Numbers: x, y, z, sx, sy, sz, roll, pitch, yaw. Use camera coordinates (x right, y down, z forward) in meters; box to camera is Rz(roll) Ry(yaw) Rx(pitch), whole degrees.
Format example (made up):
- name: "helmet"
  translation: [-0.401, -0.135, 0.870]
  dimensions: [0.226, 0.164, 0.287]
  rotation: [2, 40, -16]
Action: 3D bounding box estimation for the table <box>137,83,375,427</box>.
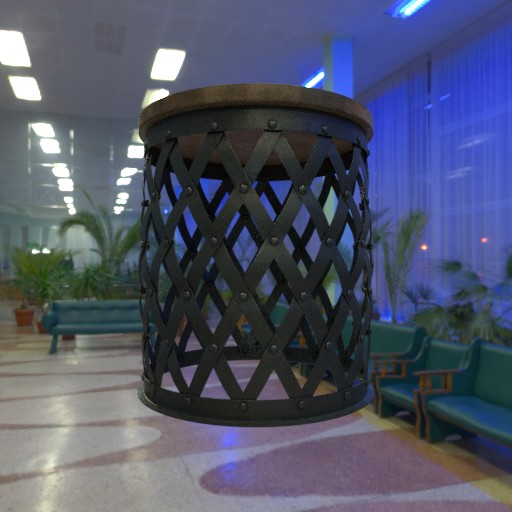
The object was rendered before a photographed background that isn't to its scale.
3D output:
- name: "table"
  translation: [0.000, 0.000, 0.786]
  dimensions: [0.405, 0.454, 0.405]
  rotation: [0, -1, 0]
